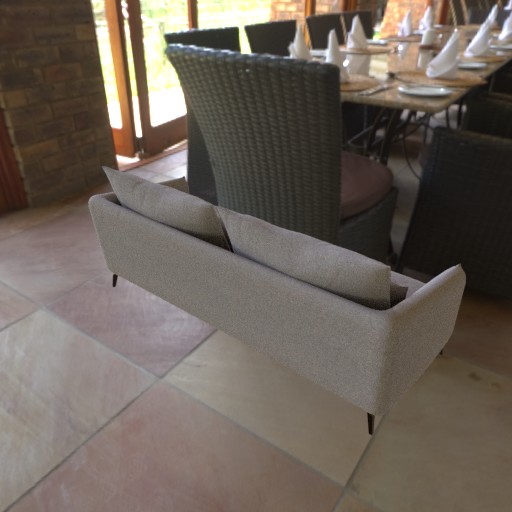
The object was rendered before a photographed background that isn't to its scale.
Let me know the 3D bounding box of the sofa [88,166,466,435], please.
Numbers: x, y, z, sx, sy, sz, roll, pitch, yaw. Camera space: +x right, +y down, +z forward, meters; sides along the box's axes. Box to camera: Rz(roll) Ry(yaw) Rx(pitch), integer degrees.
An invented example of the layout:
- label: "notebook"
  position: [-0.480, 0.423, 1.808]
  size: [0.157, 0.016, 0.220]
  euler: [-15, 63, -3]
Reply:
- label: "sofa"
  position: [0.000, 0.000, 2.447]
  size: [2.022, 0.833, 0.809]
  euler: [22, 37, 32]
